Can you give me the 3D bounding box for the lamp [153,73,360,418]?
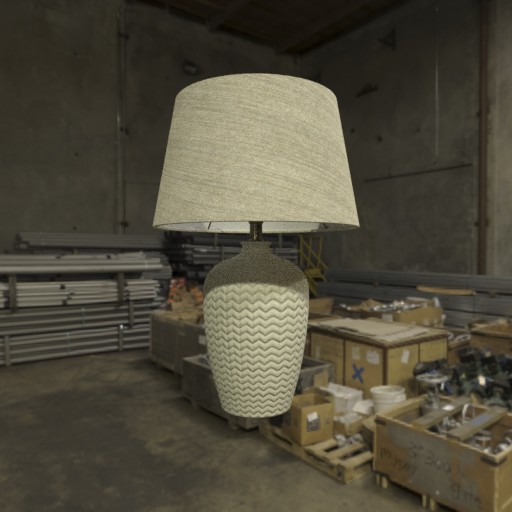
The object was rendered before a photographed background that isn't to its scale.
[{"bbox_3d":[0.000,0.000,0.857,0.390,0.580,0.390,0,0,0],"label":"lamp"}]
